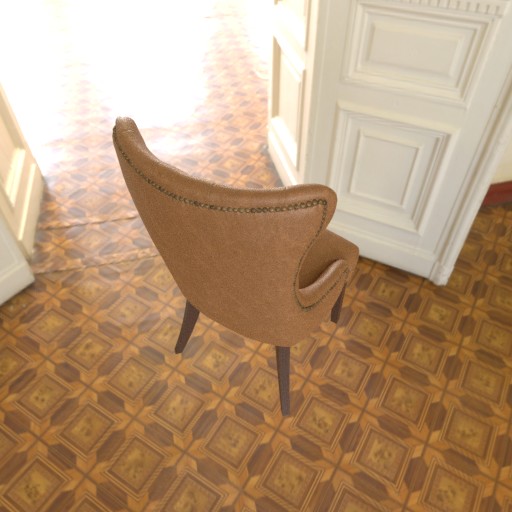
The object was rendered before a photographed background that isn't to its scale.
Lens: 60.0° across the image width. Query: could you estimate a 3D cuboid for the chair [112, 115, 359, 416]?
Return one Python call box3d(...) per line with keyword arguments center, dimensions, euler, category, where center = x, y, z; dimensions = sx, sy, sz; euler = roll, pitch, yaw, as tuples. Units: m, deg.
box3d(center=(0.000, 0.000, 1.504), dimensions=(0.611, 1.065, 0.669), euler=(24, 51, 21), category="chair")
